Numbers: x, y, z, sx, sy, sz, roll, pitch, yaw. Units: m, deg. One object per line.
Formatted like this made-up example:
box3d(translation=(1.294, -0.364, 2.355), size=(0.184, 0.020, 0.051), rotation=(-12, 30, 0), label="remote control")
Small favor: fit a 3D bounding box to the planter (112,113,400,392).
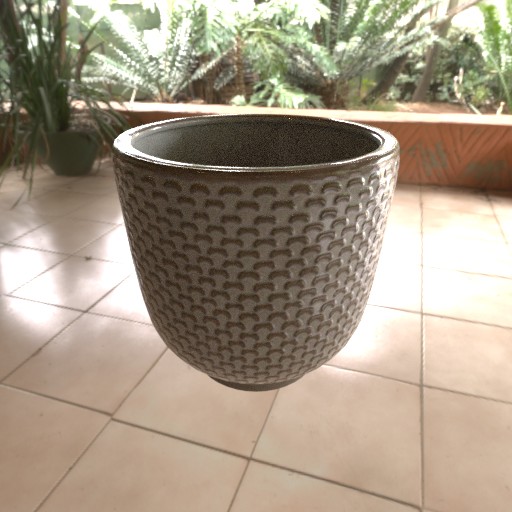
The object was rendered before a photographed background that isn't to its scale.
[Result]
box3d(translation=(0.000, 0.000, 0.353), size=(0.197, 0.191, 0.197), rotation=(0, 26, 0), label="planter")
